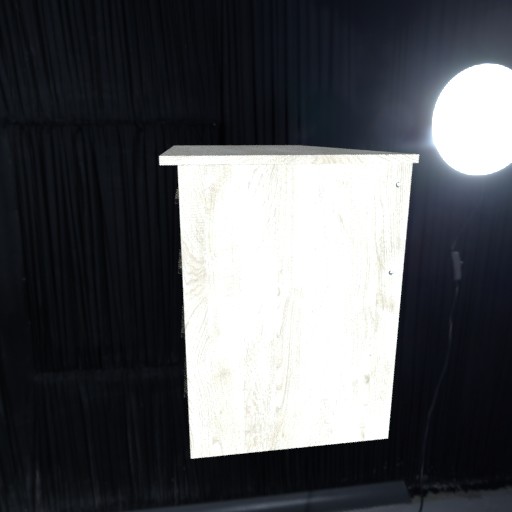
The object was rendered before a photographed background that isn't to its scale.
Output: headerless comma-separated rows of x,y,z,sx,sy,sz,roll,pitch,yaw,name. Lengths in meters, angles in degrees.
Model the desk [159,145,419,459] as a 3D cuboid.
0.000,0.000,1.549,0.560,0.730,1.096,-2,15,-8,desk
